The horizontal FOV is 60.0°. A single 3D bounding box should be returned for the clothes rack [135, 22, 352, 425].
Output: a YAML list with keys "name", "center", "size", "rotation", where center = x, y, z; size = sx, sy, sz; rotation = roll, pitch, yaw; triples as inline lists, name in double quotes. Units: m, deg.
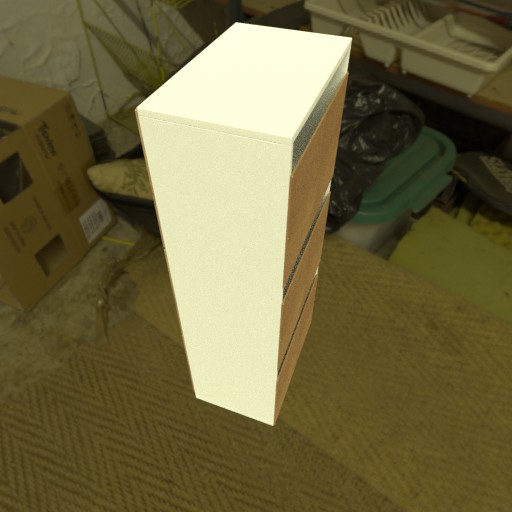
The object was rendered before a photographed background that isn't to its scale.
- name: "clothes rack"
  center: [0.000, 0.000, 1.401]
  size: [0.331, 1.187, 0.500]
  rotation: [15, 48, 14]
